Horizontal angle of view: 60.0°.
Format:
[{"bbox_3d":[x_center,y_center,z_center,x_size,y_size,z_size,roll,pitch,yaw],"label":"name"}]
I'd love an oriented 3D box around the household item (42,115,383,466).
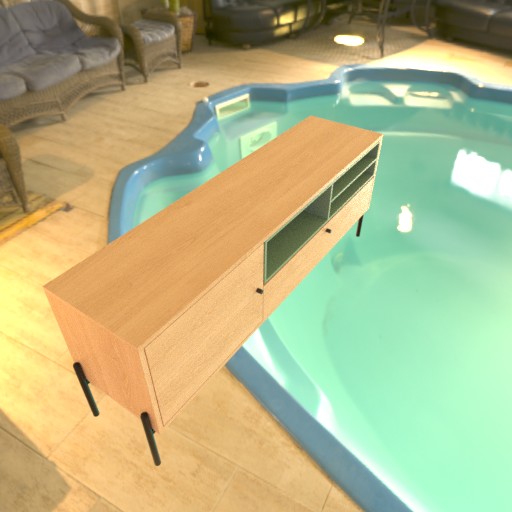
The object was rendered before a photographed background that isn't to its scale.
[{"bbox_3d":[0.000,0.000,1.815,0.400,0.600,1.550,24,45,26],"label":"household item"}]
